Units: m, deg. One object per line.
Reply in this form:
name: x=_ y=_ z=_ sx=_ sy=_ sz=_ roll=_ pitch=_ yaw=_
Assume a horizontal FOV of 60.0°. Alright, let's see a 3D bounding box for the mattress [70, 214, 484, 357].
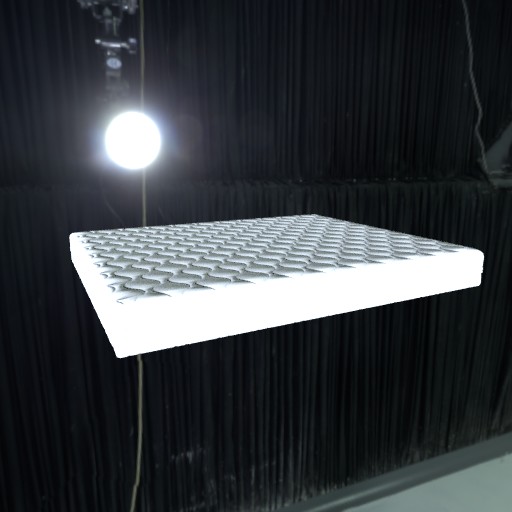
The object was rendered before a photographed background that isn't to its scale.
mattress: x=0.000 y=0.000 z=2.616 sx=1.900 sy=0.200 sz=1.600 roll=-7 pitch=15 yaw=-26
